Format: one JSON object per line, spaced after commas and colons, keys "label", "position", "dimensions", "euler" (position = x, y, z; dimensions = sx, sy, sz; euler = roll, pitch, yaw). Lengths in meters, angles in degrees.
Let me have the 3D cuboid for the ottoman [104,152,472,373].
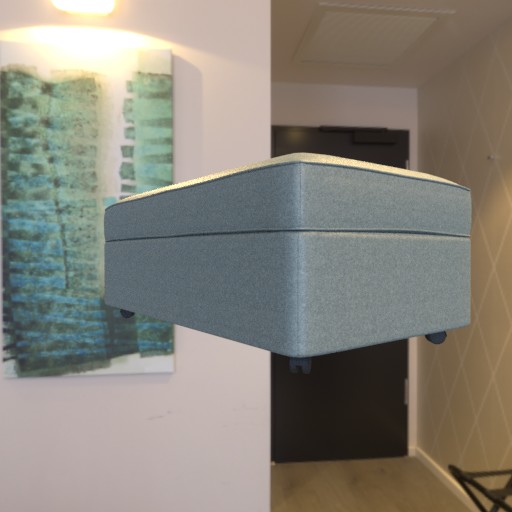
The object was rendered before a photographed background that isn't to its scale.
{"label": "ottoman", "position": [0.000, 0.000, 1.514], "dimensions": [0.681, 0.494, 1.173], "euler": [0, 1, -37]}
